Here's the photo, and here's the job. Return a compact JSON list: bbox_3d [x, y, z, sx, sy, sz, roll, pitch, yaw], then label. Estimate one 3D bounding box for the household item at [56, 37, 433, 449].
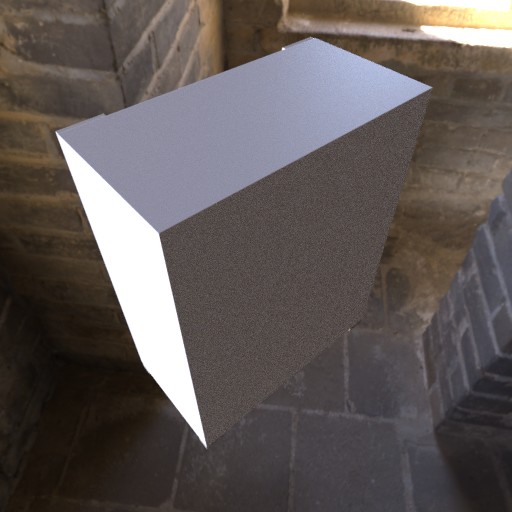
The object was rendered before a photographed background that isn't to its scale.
[{"bbox_3d":[0.000,0.000,1.396,0.790,1.010,0.420,-32,55,-26],"label":"household item"}]
